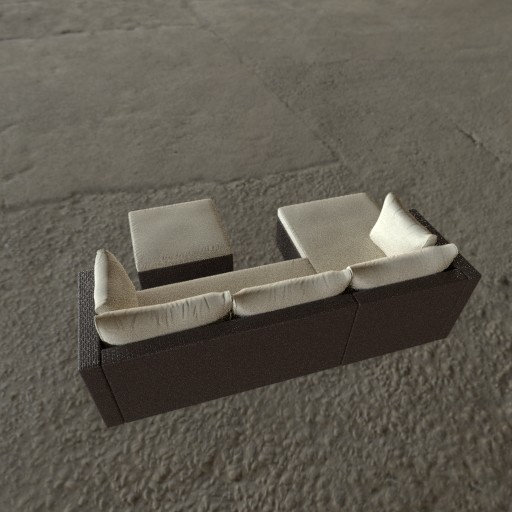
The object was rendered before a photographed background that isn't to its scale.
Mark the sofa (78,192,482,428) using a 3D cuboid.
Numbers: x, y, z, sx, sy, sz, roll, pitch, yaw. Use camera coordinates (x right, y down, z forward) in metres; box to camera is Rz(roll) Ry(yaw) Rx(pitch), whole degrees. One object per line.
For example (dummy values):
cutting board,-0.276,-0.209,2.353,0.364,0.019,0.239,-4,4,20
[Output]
sofa,0.000,0.000,3.005,2.192,0.766,1.612,-11,42,-13
